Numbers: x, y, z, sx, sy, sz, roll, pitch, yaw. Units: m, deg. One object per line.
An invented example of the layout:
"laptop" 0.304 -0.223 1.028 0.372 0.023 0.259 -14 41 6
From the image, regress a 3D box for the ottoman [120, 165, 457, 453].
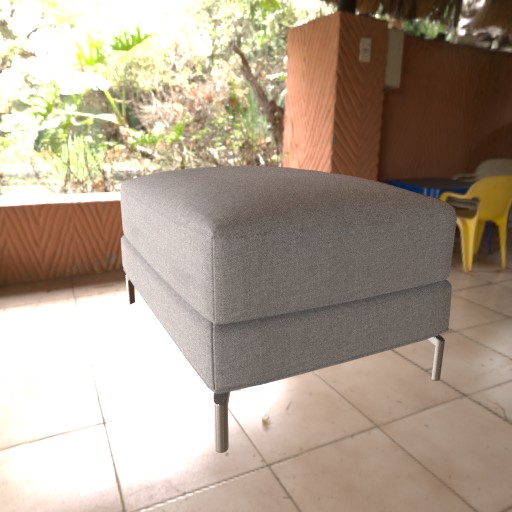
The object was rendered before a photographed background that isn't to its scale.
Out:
"ottoman" 0.000 0.000 1.190 0.584 0.457 0.838 -8 17 -25
